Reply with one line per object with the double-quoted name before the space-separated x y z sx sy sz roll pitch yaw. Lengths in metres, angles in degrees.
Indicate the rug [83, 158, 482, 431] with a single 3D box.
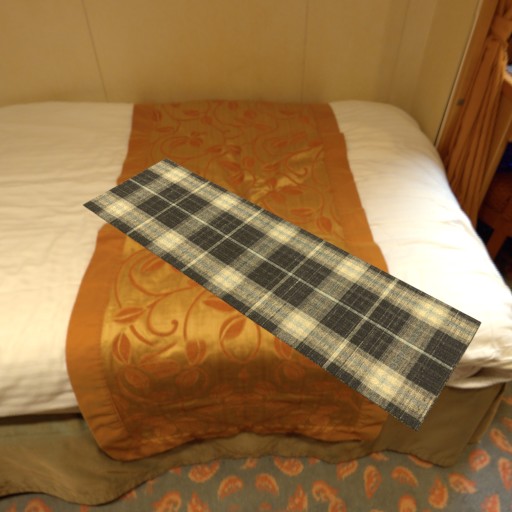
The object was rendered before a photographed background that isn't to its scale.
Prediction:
"rug" 0.000 0.000 2.652 2.434 0.012 0.760 31 52 27
